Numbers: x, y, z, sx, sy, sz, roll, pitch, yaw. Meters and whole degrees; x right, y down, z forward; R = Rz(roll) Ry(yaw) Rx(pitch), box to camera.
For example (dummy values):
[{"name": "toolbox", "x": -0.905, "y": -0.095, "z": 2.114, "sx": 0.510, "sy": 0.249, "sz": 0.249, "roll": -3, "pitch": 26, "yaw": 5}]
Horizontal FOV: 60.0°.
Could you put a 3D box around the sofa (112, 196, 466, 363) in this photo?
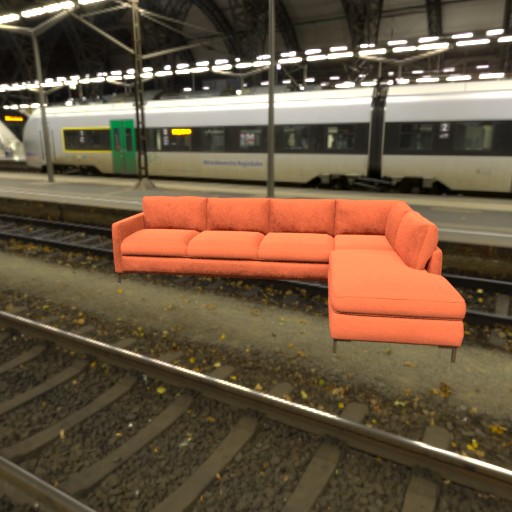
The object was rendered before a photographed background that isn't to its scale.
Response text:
[{"name": "sofa", "x": 0.000, "y": 0.000, "z": 3.610, "sx": 2.736, "sy": 0.757, "sz": 1.879, "roll": 2, "pitch": 15, "yaw": 8}]
